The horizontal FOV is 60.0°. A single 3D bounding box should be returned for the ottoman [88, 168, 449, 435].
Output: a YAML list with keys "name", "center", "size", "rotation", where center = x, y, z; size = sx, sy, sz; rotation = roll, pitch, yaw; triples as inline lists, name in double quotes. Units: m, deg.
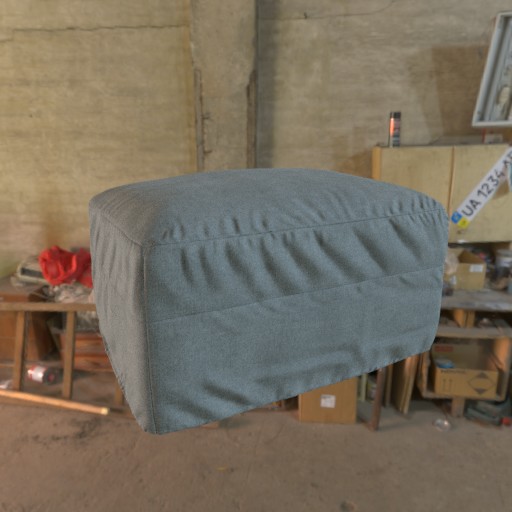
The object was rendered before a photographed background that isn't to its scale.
- name: "ottoman"
  center: [0.000, 0.000, 1.253]
  size: [0.837, 0.481, 0.683]
  rotation: [-8, 17, -27]
